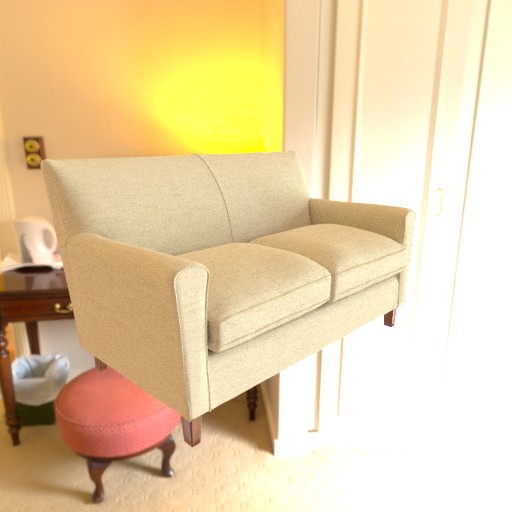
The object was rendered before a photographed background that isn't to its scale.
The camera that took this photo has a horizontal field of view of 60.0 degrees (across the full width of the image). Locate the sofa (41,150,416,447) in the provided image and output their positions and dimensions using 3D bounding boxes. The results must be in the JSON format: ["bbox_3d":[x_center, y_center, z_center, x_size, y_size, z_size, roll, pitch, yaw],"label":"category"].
[{"bbox_3d":[0.000,0.000,2.023,0.891,0.892,1.482,14,21,43],"label":"sofa"}]
